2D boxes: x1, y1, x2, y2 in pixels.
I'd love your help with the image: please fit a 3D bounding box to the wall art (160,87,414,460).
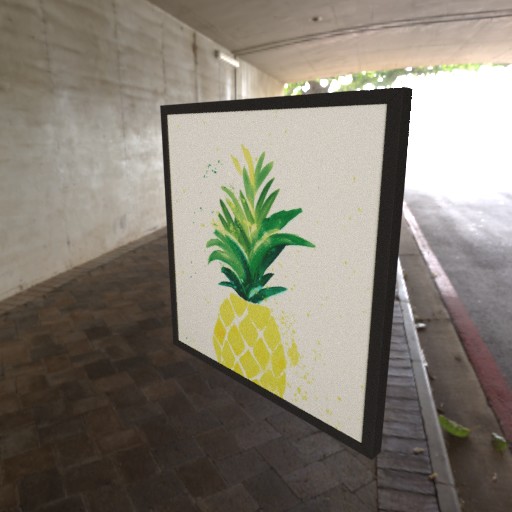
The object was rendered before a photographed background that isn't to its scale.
[{"bbox_3d":[0.000,0.000,1.135,0.037,0.760,0.762,-15,21,-42],"label":"wall art"}]
